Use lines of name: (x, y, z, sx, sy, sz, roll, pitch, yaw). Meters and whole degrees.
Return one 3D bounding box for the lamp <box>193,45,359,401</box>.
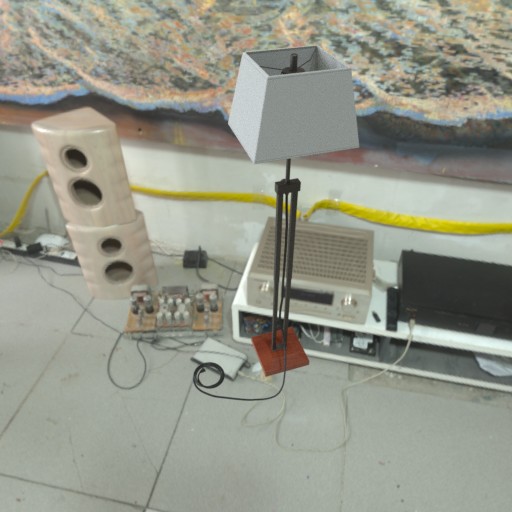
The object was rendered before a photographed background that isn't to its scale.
lamp: (0.000, 0.000, 2.046, 0.745, 1.712, 0.472, -12, 42, -13)
